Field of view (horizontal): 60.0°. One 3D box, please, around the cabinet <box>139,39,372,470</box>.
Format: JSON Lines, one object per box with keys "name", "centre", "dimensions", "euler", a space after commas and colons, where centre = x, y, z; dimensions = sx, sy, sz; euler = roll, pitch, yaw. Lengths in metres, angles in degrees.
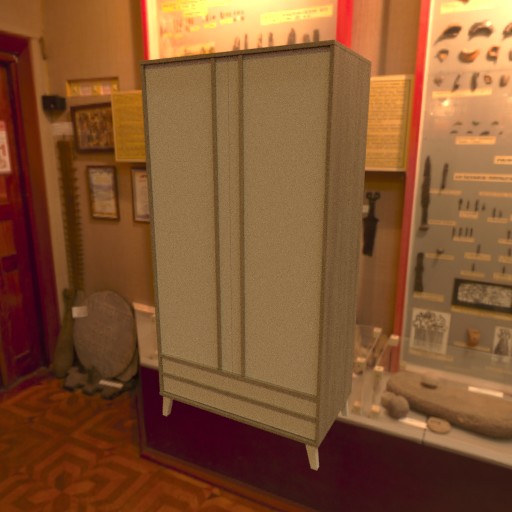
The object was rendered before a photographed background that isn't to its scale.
{"name": "cabinet", "centre": [0.000, 0.000, 2.455], "dimensions": [1.006, 1.999, 0.571], "euler": [8, 16, 27]}
